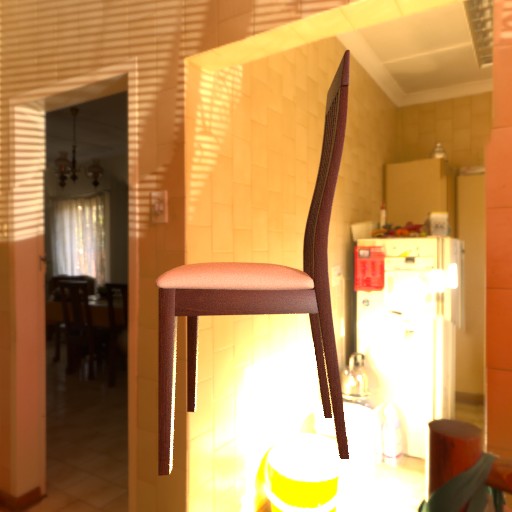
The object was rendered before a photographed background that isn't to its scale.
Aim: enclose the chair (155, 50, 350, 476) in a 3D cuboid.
[{"bbox_3d":[0.000,0.000,1.253,0.474,1.027,0.460,0,1,1],"label":"chair"}]
